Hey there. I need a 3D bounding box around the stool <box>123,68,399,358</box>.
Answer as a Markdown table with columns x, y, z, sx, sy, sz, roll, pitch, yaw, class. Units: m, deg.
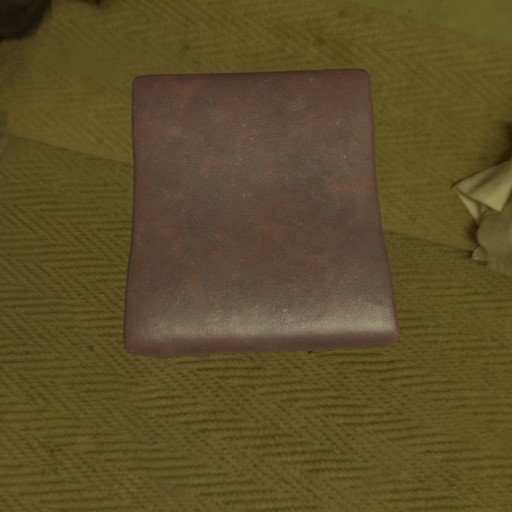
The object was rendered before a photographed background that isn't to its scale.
| x | y | z | sx | sy | sz | roll | pitch | yaw | class |
| --- | --- | --- | --- | --- | --- | --- | --- | --- | --- |
| 0.000 | 0.000 | 1.045 | 0.401 | 0.769 | 0.465 | -2 | 76 | -1 | stool |
